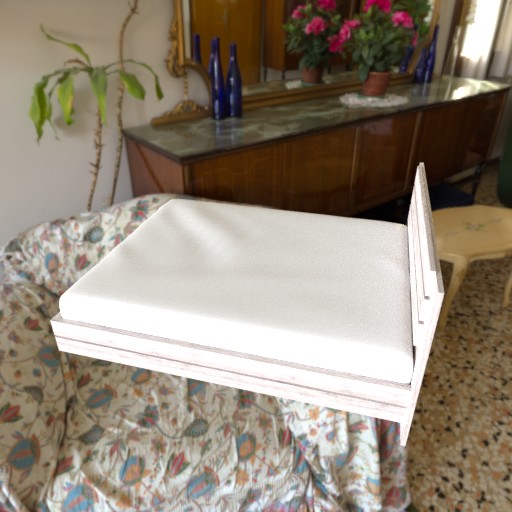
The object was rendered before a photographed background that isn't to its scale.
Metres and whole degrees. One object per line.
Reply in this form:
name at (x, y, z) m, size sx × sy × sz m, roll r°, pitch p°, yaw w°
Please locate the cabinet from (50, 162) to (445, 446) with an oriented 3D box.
cabinet at (0.000, 0.000, 3.012) m, size 2.080 × 0.970 × 1.750 m, roll 8°, pitch 31°, yaw 13°
